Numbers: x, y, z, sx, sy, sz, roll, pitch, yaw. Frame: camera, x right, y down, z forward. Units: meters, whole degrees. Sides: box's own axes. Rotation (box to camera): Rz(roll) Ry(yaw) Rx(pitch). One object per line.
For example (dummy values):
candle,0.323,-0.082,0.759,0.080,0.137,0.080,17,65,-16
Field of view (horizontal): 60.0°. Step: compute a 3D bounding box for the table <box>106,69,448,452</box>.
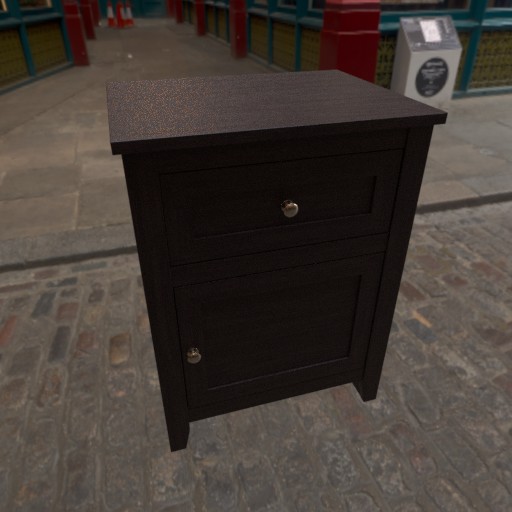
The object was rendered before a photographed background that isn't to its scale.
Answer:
table,0.000,0.000,0.913,0.480,0.635,0.381,-9,33,-14
